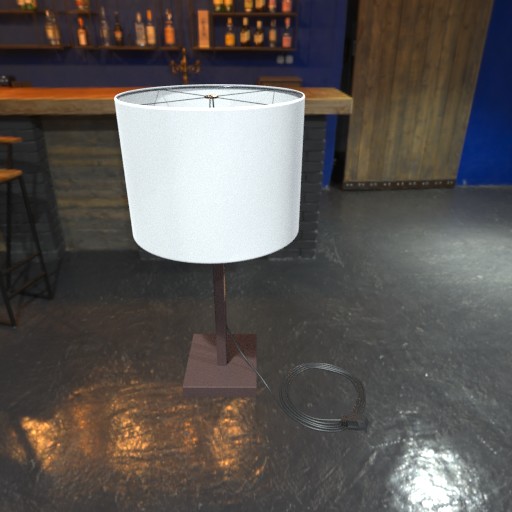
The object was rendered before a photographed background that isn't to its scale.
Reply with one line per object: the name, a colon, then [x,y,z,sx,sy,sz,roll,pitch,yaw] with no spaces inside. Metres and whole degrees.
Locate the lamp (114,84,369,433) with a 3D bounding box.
lamp: [0.000,0.000,0.974,0.525,0.668,0.396,0,27,0]
